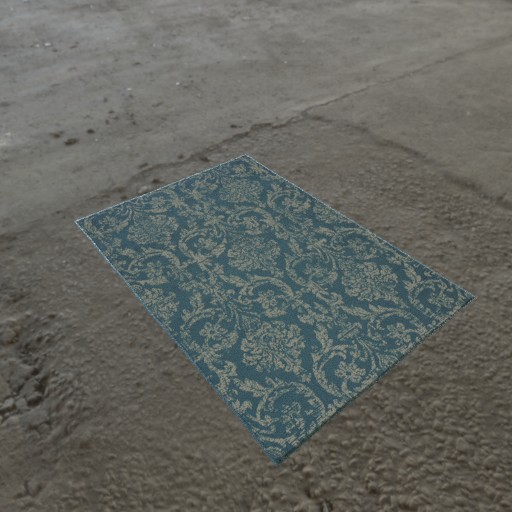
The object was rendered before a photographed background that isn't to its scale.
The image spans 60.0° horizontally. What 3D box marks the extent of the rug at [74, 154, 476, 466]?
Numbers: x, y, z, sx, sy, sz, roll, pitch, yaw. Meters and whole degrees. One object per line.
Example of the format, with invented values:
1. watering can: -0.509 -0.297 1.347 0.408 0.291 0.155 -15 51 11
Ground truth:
1. rug: 0.000 0.000 2.882 1.554 0.012 2.205 -28 49 -28
